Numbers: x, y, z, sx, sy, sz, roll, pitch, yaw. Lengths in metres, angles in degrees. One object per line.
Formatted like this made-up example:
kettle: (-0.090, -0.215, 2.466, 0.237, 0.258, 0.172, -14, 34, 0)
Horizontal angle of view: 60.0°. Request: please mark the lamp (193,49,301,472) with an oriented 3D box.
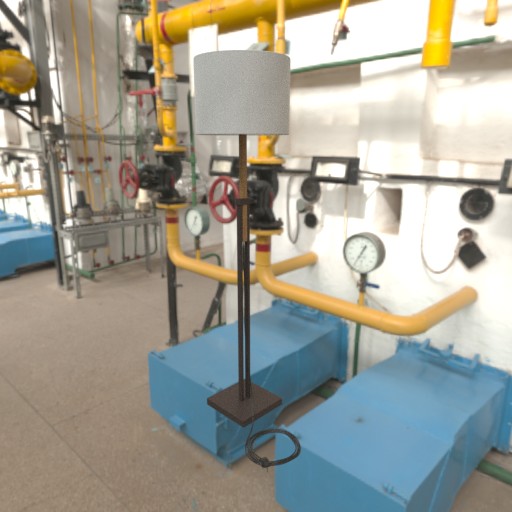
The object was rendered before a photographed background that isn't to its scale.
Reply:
lamp: (0.000, 0.000, 1.965, 0.639, 1.650, 0.474, 14, 20, 43)
